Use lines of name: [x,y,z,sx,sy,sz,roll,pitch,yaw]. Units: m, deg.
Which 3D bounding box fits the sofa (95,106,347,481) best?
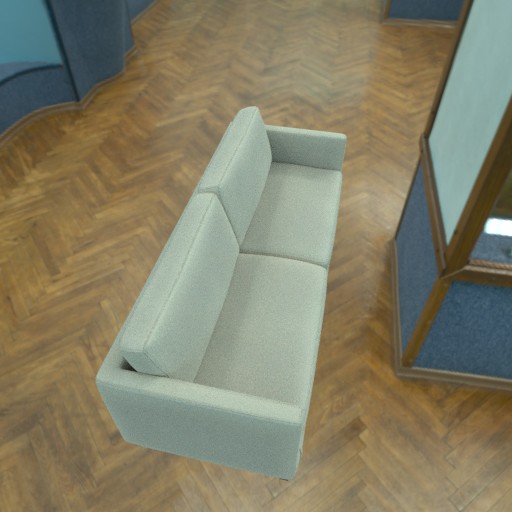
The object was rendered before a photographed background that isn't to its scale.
sofa: [0.000,0.000,2.837,0.951,0.968,2.361,9,46,9]
